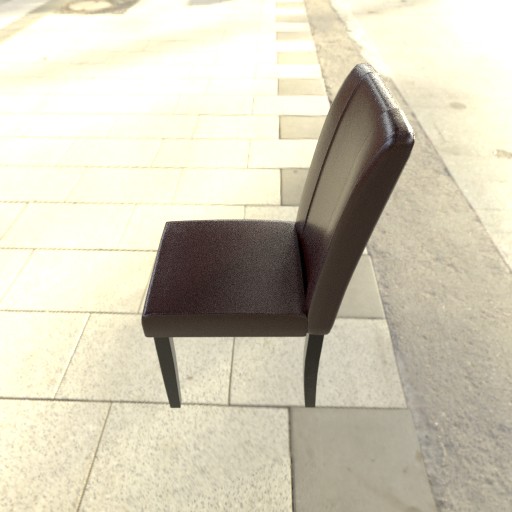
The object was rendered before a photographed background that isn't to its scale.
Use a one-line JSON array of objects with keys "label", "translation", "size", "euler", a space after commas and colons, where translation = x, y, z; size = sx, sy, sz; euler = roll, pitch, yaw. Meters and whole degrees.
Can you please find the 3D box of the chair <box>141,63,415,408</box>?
[{"label": "chair", "translation": [0.000, 0.000, 1.188], "size": [0.556, 0.897, 0.399], "euler": [0, 40, 0]}]
